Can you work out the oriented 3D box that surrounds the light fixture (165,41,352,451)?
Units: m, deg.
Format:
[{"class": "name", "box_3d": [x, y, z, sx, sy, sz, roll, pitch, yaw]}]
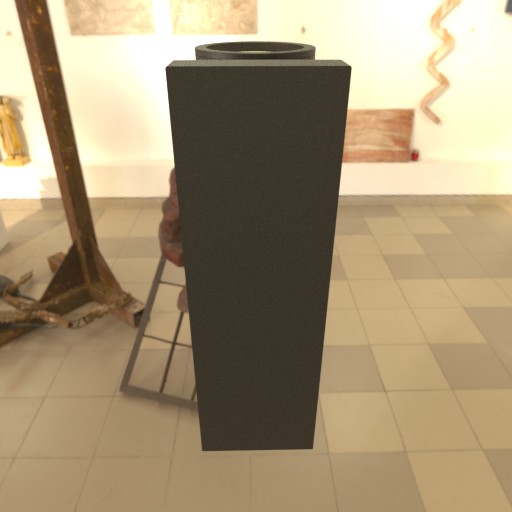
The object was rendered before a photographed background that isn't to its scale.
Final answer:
[{"class": "light fixture", "box_3d": [0.000, 0.000, 0.392, 0.105, 0.330, 0.149, -1, 31, -1]}]
